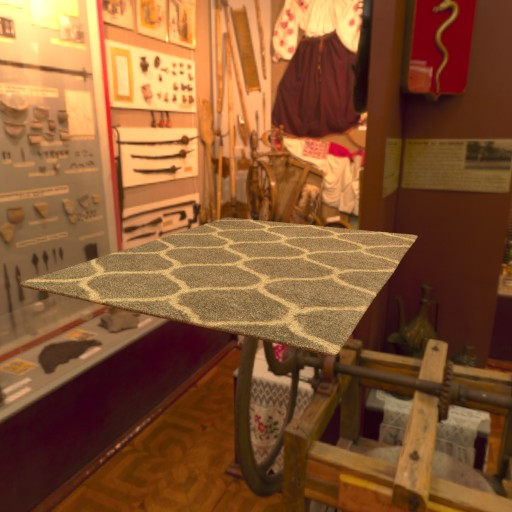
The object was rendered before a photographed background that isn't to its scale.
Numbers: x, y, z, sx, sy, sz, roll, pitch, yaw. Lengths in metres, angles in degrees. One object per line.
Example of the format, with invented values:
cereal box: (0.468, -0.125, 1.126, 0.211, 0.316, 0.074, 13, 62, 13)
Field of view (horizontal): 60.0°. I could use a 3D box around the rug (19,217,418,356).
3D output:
rug: (0.000, 0.000, 4.003, 2.399, 0.026, 3.000, 8, 17, 26)
